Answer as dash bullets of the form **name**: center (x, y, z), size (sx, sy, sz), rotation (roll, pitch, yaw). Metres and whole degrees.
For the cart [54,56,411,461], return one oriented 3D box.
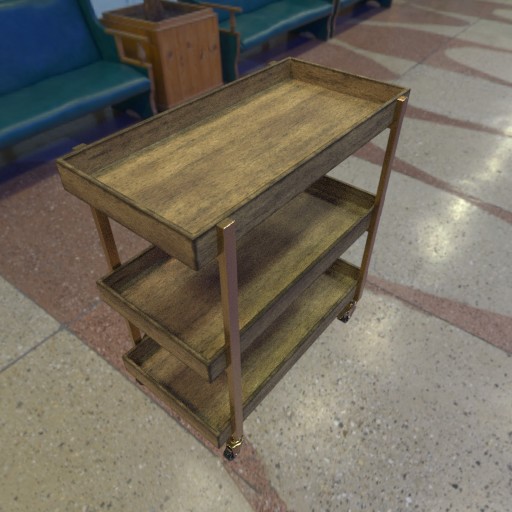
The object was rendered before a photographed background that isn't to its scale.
- **cart**: center (0.000, 0.000, 1.228), size (0.416, 0.799, 0.750), rotation (29, 49, 28)
